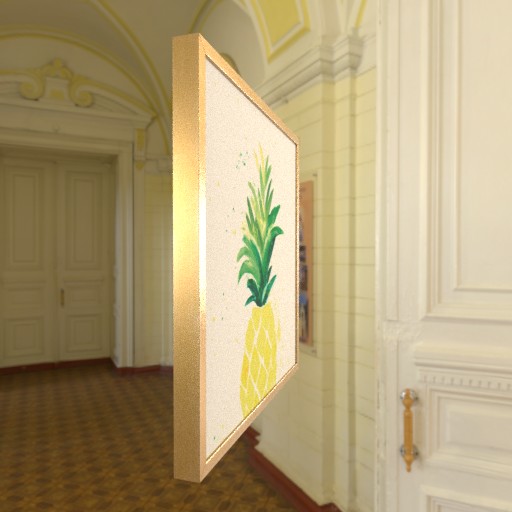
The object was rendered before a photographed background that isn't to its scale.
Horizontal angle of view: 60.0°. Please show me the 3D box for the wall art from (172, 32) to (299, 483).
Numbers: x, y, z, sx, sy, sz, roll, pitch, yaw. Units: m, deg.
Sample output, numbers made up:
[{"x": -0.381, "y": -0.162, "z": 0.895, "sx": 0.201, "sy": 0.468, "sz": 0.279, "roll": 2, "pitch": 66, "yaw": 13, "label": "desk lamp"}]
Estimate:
[{"x": 0.000, "y": 0.000, "z": 0.747, "sx": 0.033, "sy": 0.509, "sz": 0.510, "roll": 0, "pitch": 1, "yaw": 18, "label": "wall art"}]
